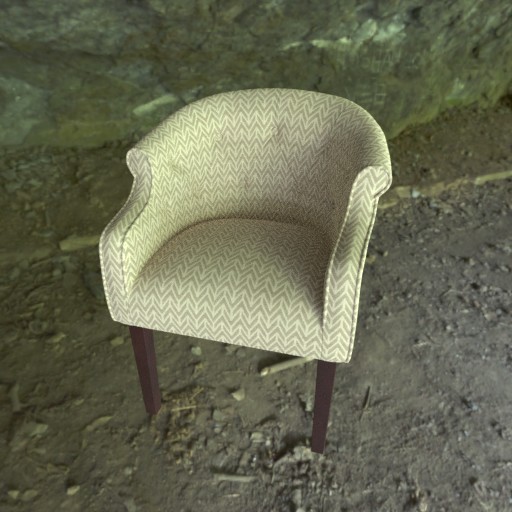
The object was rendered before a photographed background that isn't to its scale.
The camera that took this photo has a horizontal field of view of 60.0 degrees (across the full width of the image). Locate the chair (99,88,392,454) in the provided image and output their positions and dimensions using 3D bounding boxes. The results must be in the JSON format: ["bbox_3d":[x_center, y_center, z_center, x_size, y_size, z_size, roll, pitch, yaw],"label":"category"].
[{"bbox_3d":[0.000,0.000,1.278,0.686,0.858,0.613,7,27,14],"label":"chair"}]
